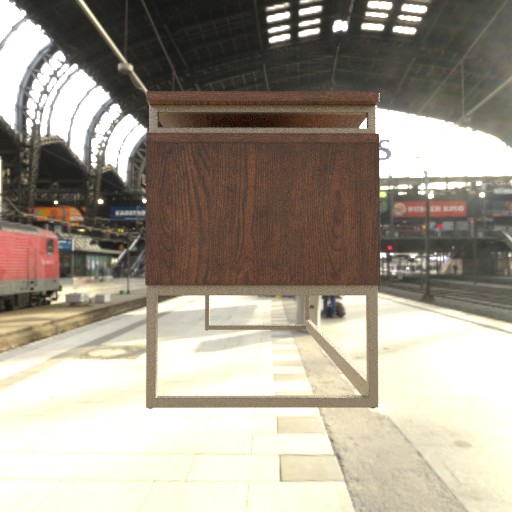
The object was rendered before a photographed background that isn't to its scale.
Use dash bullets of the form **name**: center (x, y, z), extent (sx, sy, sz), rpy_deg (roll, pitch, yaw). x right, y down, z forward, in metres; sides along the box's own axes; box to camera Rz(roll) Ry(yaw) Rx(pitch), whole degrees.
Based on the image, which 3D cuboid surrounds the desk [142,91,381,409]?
- **desk**: center (0.000, 0.000, 1.791), extent (0.610, 0.792, 1.384), rpy_deg (0, -1, 0)
